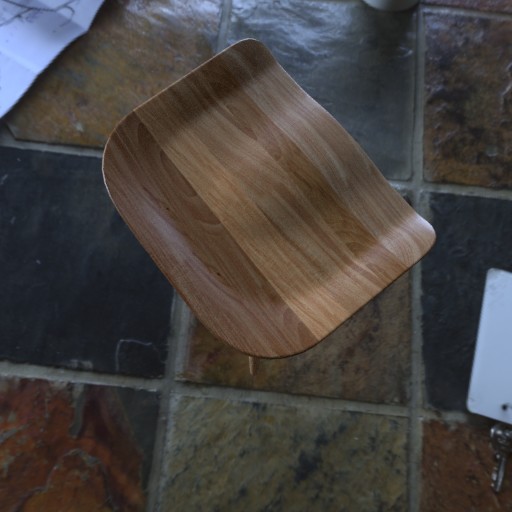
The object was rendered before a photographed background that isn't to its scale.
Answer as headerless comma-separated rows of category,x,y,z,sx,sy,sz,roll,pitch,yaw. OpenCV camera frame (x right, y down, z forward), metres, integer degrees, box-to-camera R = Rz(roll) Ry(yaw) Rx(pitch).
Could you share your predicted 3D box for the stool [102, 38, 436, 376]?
stool,0.000,0.000,0.928,0.322,0.698,0.407,-37,79,-9
